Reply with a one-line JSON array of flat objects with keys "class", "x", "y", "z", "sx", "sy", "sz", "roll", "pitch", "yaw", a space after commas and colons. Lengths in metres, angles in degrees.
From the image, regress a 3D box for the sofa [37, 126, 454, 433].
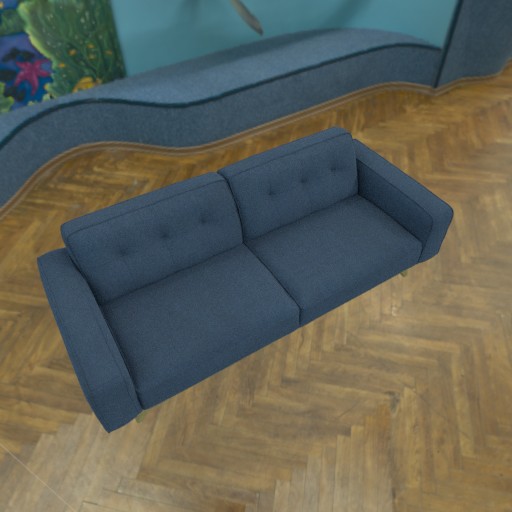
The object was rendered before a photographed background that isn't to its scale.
[{"class": "sofa", "x": 0.000, "y": 0.000, "z": 2.651, "sx": 2.270, "sy": 0.782, "sz": 0.953, "roll": -24, "pitch": 51, "yaw": -21}]
